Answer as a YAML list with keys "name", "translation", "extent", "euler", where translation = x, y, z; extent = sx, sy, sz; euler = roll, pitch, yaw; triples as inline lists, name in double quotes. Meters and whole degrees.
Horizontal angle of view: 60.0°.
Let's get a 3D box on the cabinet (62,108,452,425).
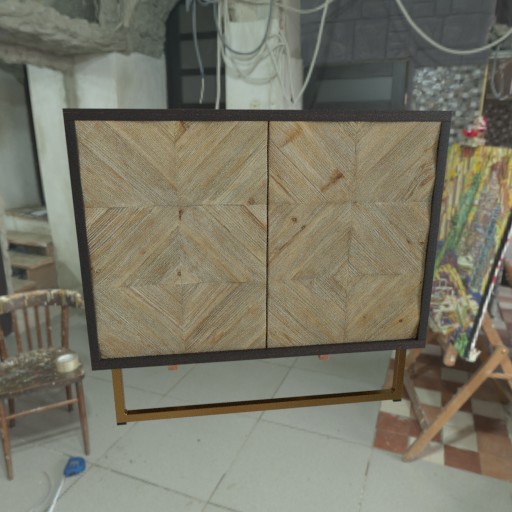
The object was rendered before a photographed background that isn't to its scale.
- name: "cabinet"
  translation: [0.000, 0.000, 1.400]
  extent: [0.950, 0.860, 0.451]
  euler: [-2, 16, -8]
